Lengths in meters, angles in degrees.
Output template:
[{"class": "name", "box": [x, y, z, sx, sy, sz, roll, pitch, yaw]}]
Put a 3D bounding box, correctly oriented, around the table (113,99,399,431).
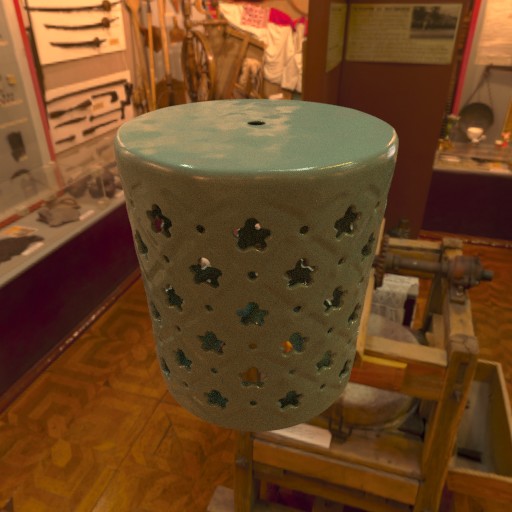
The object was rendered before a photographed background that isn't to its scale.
[{"class": "table", "box": [0.000, 0.000, 0.653, 0.352, 0.387, 0.352, 0, 30, 0]}]
